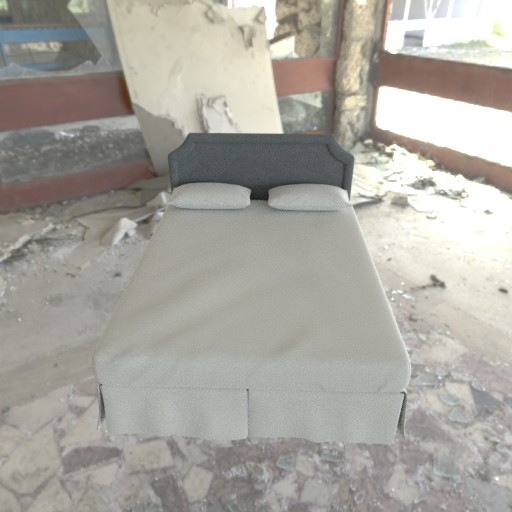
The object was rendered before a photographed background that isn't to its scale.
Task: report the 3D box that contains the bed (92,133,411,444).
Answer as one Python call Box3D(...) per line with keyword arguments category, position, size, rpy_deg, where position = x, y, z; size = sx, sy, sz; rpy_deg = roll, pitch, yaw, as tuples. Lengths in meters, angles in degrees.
Box3D(category="bed", position=(0.000, 0.000, 3.527), size=(1.977, 1.306, 2.464), rpy_deg=(1, 30, 2))
